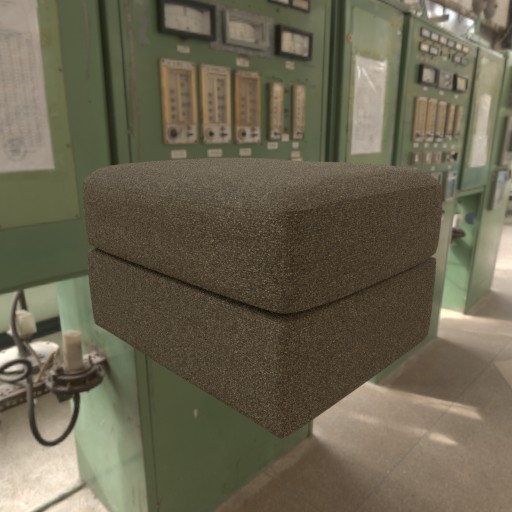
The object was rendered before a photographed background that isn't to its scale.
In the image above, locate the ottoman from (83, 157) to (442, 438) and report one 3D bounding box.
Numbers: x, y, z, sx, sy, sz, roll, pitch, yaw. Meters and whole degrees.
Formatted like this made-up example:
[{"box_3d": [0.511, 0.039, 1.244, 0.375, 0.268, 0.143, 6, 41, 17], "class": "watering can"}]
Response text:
[{"box_3d": [0.000, 0.000, 1.142, 0.742, 0.476, 0.598, 15, 21, 43], "class": "ottoman"}]
